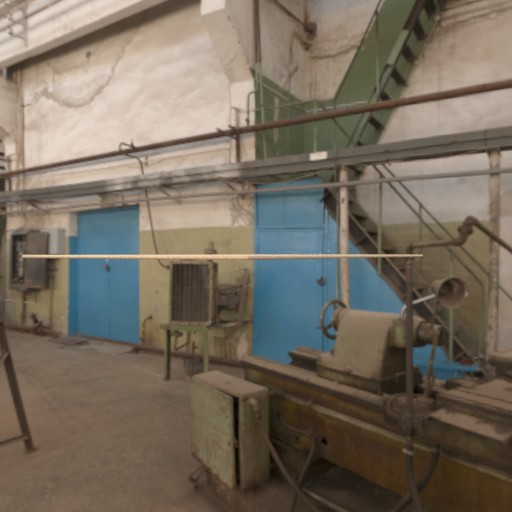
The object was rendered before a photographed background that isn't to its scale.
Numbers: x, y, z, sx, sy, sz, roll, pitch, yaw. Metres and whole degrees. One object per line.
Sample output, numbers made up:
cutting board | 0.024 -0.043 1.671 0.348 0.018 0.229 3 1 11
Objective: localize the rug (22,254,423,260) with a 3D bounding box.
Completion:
rug | 0.000 0.000 2.338 1.238 0.014 1.848 0 0 35
